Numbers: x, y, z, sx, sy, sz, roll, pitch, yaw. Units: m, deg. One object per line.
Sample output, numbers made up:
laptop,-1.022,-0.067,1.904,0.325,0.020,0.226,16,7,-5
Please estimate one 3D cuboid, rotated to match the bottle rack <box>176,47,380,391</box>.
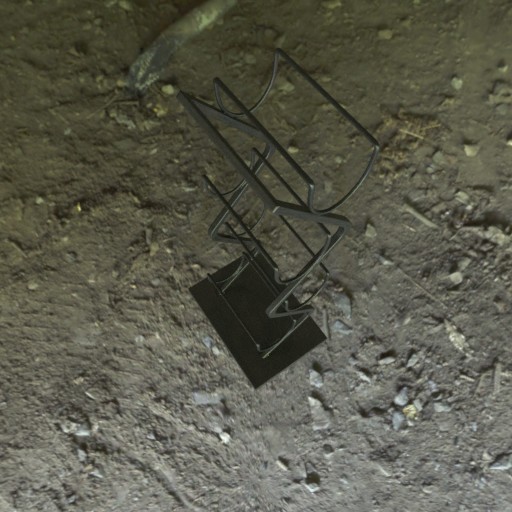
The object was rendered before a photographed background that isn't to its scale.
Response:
bottle rack,0.000,0.000,0.682,0.178,0.559,0.254,-32,68,-15
